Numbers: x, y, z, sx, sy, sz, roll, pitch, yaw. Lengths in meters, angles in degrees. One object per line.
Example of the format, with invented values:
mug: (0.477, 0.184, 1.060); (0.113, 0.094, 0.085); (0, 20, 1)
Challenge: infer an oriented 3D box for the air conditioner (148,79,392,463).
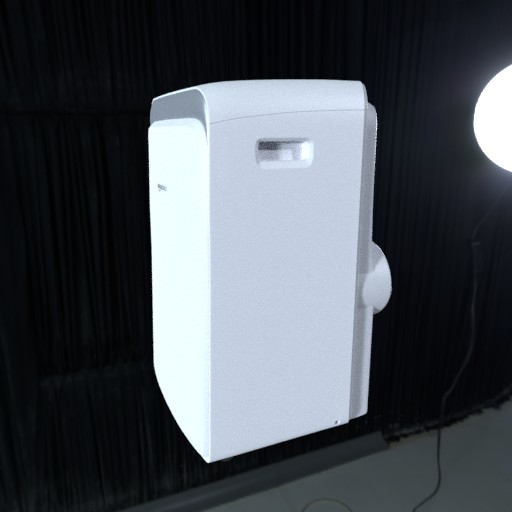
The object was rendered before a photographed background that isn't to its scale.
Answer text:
air conditioner: (0.000, 0.000, 1.058); (0.467, 0.765, 0.478); (-7, 17, -24)
